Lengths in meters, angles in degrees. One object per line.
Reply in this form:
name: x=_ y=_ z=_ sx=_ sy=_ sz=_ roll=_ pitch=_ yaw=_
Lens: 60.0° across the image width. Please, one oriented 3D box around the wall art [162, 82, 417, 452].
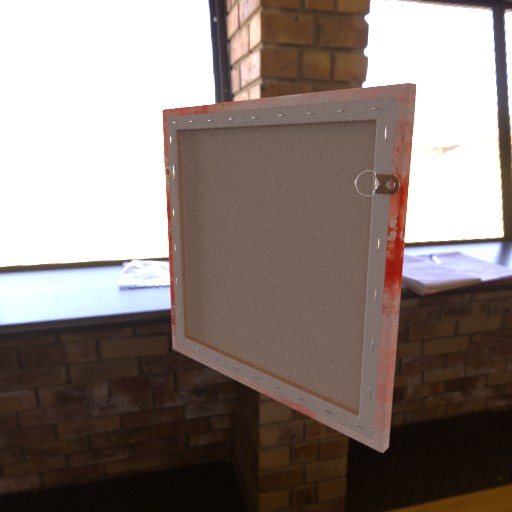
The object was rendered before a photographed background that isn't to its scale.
wall art: x=0.000 y=0.000 z=1.305 sx=0.878 sy=0.878 sz=0.066 roll=12 pitch=18 yaw=42
